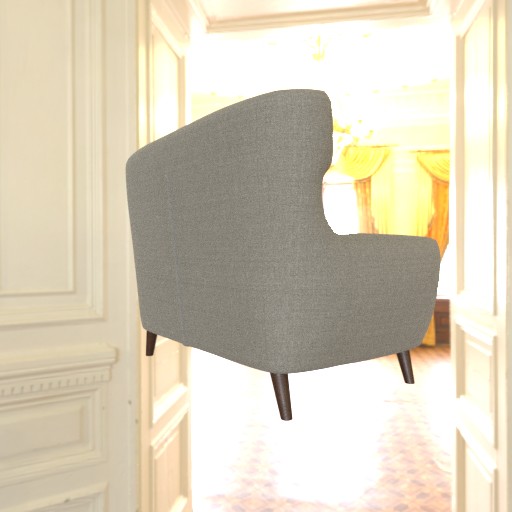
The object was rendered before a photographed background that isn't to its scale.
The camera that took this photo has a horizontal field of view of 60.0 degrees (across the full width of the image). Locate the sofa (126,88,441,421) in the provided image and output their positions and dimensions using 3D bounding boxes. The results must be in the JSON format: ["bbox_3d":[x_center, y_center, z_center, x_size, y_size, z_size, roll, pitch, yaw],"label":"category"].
[{"bbox_3d":[0.000,0.000,2.015,0.884,1.028,1.386,0,1,-37],"label":"sofa"}]
